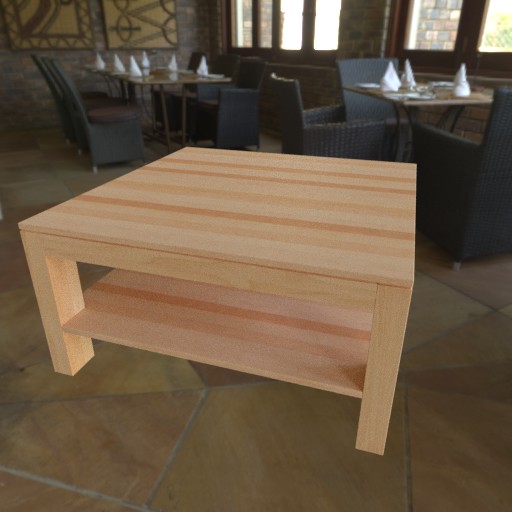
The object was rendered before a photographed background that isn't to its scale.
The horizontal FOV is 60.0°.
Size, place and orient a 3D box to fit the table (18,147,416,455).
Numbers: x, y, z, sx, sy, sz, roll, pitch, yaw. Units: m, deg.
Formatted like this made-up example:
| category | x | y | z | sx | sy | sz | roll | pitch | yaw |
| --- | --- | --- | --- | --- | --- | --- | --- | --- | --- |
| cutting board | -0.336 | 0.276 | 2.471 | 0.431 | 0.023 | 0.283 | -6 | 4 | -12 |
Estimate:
| category | x | y | z | sx | sy | sz | roll | pitch | yaw |
| --- | --- | --- | --- | --- | --- | --- | --- | --- | --- |
| table | 0.000 | 0.000 | 1.412 | 0.900 | 0.450 | 0.900 | 8 | 27 | 16 |
